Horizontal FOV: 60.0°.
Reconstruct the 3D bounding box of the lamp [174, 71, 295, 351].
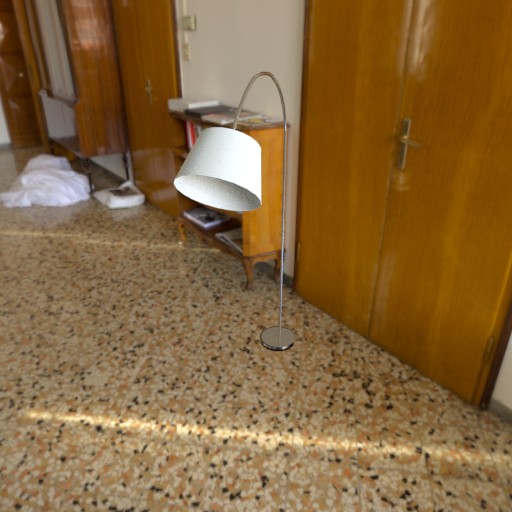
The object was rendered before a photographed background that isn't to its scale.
[{"bbox_3d":[0.000,0.000,2.742,0.406,2.098,1.445,8,27,16],"label":"lamp"}]
